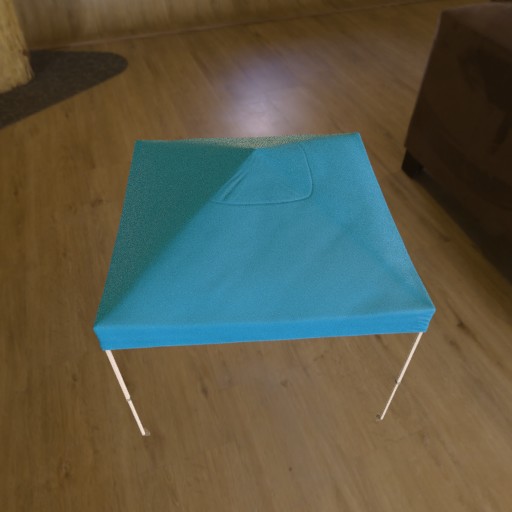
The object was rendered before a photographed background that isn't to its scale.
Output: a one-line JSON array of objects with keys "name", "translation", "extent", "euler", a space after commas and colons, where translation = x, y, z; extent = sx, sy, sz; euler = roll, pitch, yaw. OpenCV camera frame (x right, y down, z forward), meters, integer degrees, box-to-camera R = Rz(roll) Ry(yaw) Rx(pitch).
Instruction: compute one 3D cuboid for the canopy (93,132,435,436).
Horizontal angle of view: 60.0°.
[{"name": "canopy", "translation": [0.000, 0.000, 5.382], "extent": [2.996, 2.997, 2.998], "euler": [-3, 46, -3]}]
